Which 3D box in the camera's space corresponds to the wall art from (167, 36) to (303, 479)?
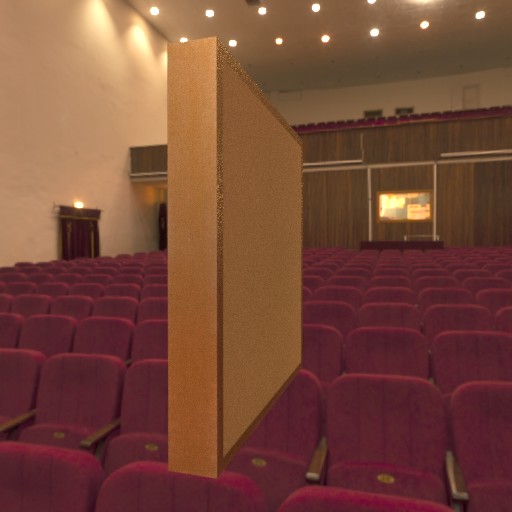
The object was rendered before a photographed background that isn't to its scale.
[{"bbox_3d":[0.000,0.000,0.457,0.038,0.305,0.306,0,1,17],"label":"wall art"}]
